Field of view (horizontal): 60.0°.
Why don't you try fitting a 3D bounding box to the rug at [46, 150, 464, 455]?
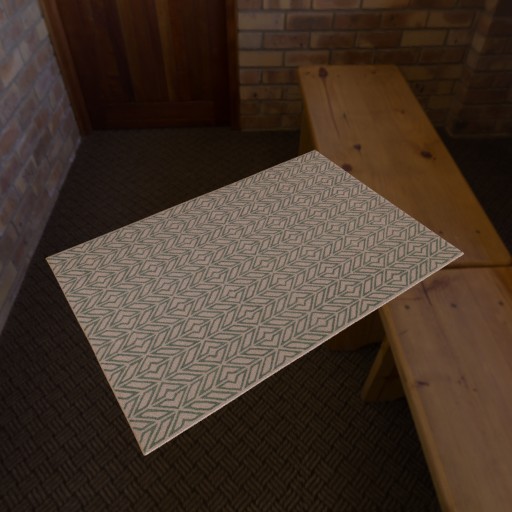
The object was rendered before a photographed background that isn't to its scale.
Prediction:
[{"bbox_3d":[0.000,0.000,2.328,1.828,0.007,1.220,-26,51,-24],"label":"rug"}]
